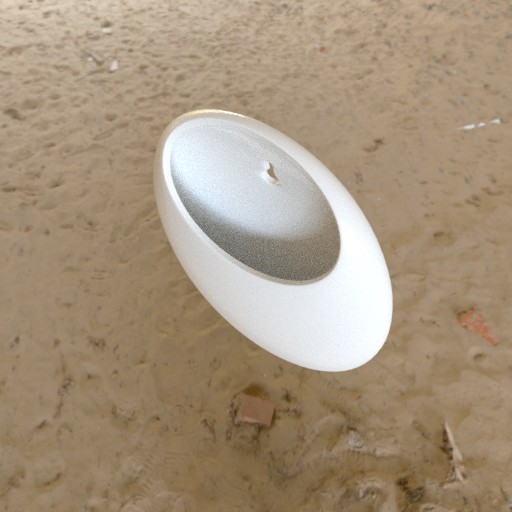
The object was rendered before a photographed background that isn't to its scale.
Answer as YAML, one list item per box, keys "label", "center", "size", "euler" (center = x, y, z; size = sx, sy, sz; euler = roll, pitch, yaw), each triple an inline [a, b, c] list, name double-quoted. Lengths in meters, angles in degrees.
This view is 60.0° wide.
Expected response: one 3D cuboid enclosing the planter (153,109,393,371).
- label: "planter"
  center: [0.000, 0.000, 0.280]
  size: [0.185, 0.188, 0.043]
  euler: [32, 54, 26]
